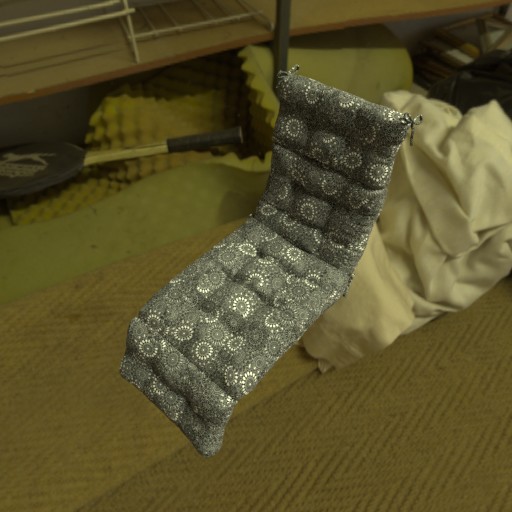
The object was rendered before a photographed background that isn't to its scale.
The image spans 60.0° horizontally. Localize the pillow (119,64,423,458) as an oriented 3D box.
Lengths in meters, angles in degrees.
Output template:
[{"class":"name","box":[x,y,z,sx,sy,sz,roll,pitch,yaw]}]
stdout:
[{"class":"pillow","box":[0.000,0.000,1.505,0.526,0.863,1.016,33,55,27]}]
